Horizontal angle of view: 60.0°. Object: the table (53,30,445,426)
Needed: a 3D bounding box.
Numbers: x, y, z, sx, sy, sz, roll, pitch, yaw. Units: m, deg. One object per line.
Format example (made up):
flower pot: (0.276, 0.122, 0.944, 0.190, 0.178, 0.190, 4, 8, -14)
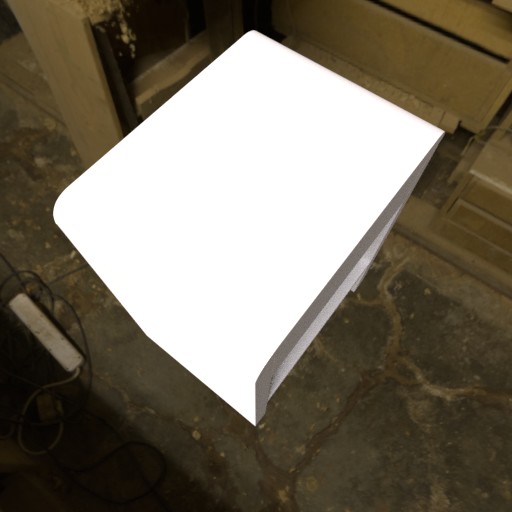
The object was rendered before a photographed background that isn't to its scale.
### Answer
table: (0.000, 0.000, 0.859, 0.350, 0.590, 0.450, 35, 69, 16)
